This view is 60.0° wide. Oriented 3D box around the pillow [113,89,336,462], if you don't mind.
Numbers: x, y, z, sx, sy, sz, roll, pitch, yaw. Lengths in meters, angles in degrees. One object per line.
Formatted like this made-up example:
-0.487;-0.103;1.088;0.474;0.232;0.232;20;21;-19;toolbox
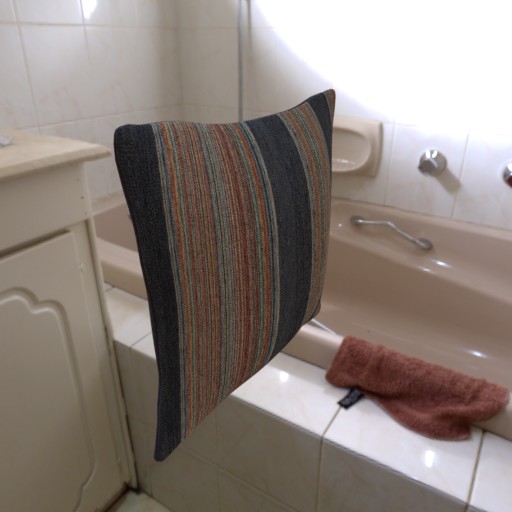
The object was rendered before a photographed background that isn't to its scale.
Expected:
0.000;0.000;0.630;0.136;0.419;0.437;17;30;31;pillow
